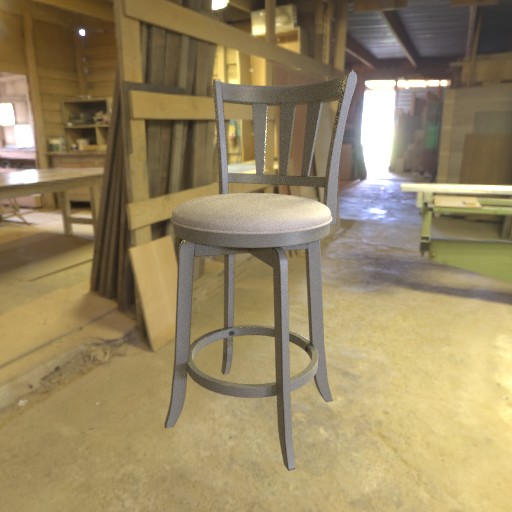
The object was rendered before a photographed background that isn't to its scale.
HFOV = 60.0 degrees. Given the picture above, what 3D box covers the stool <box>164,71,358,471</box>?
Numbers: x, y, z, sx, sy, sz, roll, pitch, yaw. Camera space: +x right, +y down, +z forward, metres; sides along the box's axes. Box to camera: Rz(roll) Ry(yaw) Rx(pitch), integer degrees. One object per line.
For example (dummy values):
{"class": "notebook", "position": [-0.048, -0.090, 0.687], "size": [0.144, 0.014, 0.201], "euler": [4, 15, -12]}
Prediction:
{"class": "stool", "position": [0.000, 0.000, 1.267], "size": [0.450, 0.994, 0.486], "euler": [7, 17, 25]}
